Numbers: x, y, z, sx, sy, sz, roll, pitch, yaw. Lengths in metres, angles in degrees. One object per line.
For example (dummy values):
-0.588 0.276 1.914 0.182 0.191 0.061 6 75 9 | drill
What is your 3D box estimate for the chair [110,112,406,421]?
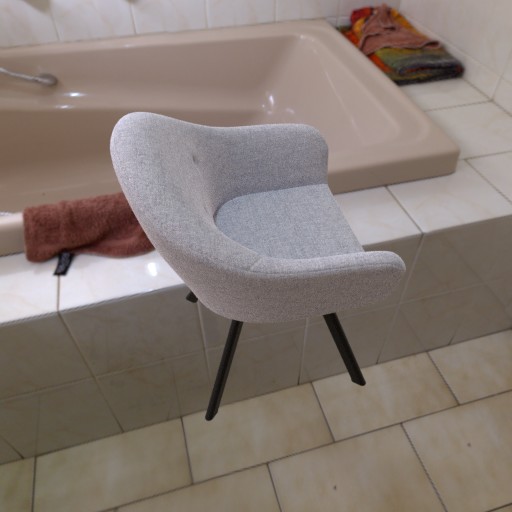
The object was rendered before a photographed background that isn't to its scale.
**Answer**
0.000 0.000 1.149 0.570 0.780 0.540 -10 47 -9 | chair
